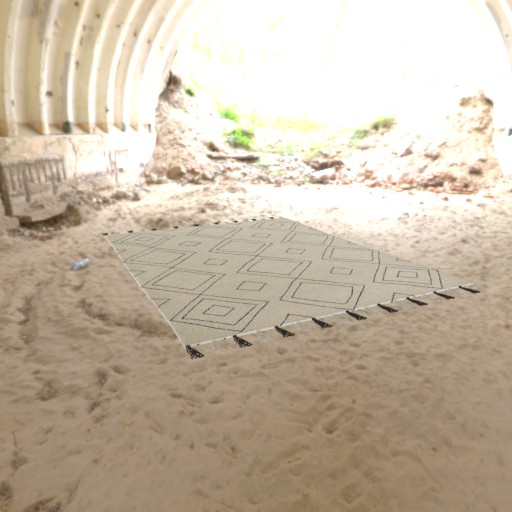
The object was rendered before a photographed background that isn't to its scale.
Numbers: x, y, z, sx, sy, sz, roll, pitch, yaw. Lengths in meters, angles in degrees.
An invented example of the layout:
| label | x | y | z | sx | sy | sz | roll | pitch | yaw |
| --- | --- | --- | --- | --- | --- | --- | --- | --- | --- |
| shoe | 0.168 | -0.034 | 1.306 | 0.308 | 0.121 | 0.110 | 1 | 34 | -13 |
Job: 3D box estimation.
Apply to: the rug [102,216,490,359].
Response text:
| label | x | y | z | sx | sy | sz | roll | pitch | yaw |
| --- | --- | --- | --- | --- | --- | --- | --- | --- | --- |
| rug | 0.000 | 0.000 | 4.191 | 2.342 | 0.026 | 3.221 | -8 | 18 | -25 |
